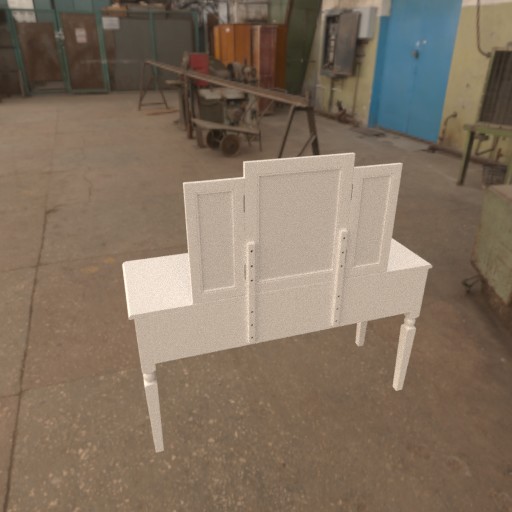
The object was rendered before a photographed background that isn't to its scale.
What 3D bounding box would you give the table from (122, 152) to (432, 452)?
[{"bbox_3d":[0.000,0.000,2.375,1.369,1.310,1.115,-8,27,-16],"label":"table"}]
